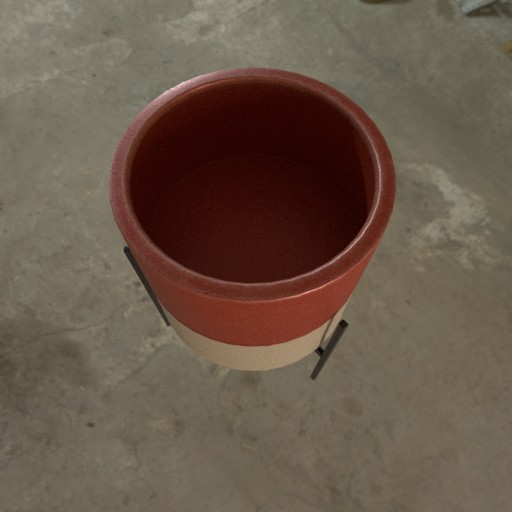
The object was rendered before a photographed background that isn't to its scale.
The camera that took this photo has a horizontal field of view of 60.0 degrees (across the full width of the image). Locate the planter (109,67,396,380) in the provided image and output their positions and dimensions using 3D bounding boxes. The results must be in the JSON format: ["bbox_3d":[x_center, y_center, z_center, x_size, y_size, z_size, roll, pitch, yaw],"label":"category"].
[{"bbox_3d":[0.000,0.000,0.521,0.235,0.354,0.251,18,65,9],"label":"planter"}]
